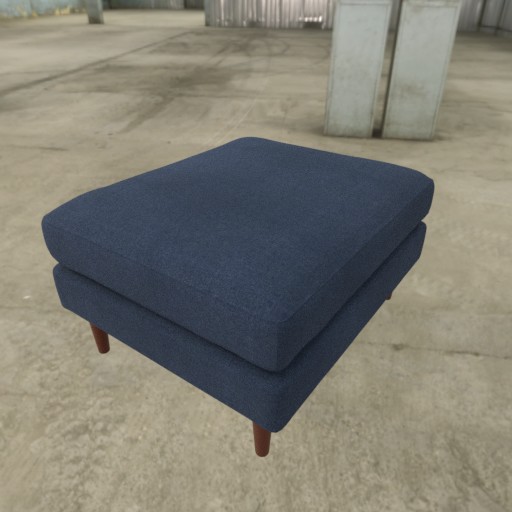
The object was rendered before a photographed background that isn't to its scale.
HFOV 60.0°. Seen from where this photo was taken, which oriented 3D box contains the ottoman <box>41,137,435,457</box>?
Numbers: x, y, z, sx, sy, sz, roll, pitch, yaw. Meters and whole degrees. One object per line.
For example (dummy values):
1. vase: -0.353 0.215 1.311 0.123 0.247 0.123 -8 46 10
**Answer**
1. ottoman: 0.000 0.000 1.232 0.693 0.474 0.821 20 36 30
